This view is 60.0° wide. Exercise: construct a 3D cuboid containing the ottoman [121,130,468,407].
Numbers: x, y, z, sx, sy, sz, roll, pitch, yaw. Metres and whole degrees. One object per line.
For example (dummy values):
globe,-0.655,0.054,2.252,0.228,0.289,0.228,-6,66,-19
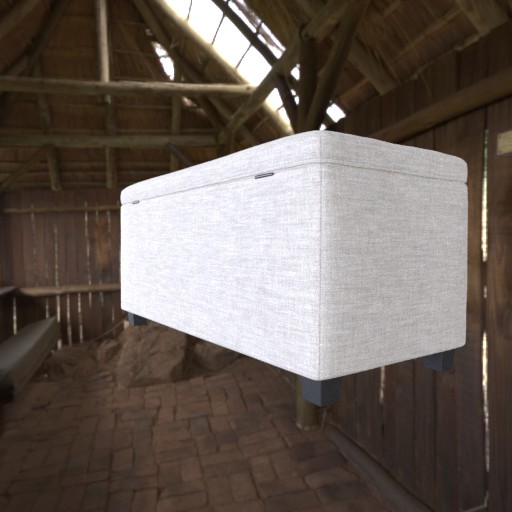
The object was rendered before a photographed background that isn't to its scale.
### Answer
ottoman,0.000,0.000,1.110,0.419,0.432,0.902,-1,2,-35
